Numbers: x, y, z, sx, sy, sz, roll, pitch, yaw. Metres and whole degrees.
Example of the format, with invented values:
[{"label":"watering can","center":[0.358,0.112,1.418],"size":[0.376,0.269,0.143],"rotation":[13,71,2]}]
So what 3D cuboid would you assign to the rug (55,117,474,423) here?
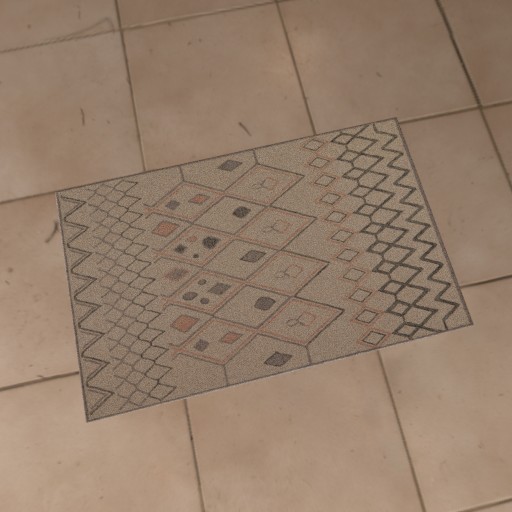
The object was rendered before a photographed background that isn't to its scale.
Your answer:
[{"label":"rug","center":[0.000,0.000,2.895],"size":[2.438,0.015,1.524],"rotation":[-13,75,-4]}]
